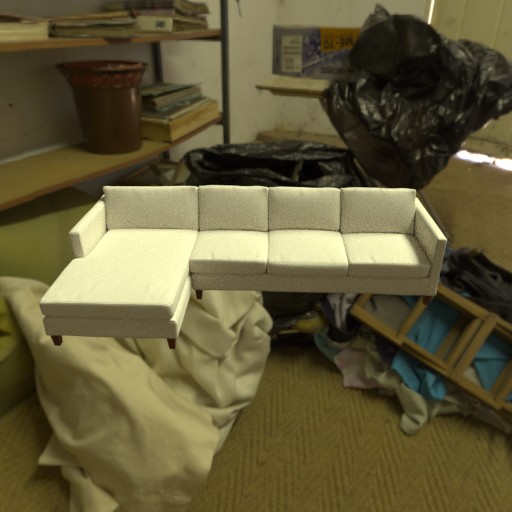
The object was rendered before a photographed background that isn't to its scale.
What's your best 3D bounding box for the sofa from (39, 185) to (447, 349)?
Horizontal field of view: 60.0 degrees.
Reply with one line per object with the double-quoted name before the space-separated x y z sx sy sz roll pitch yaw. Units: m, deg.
"sofa" 0.000 0.000 3.913 3.186 0.846 1.625 1 29 2
